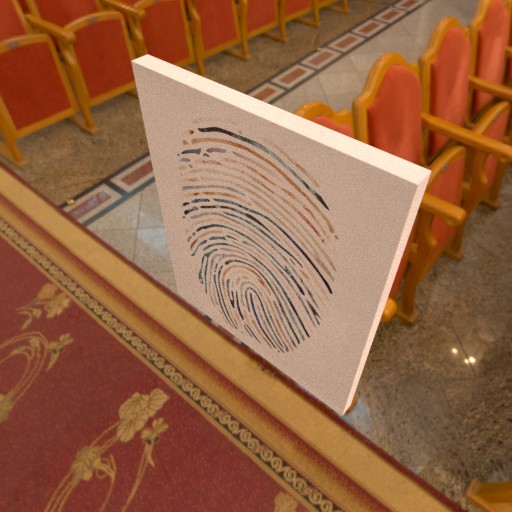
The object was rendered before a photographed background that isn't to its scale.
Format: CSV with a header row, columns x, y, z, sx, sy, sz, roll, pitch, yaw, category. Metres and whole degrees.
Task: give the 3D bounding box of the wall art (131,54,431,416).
x,y,z,sx,sy,sz,roll,pitch,yaw,category
0.000,0.000,0.839,0.508,0.606,0.037,32,54,27,wall art
